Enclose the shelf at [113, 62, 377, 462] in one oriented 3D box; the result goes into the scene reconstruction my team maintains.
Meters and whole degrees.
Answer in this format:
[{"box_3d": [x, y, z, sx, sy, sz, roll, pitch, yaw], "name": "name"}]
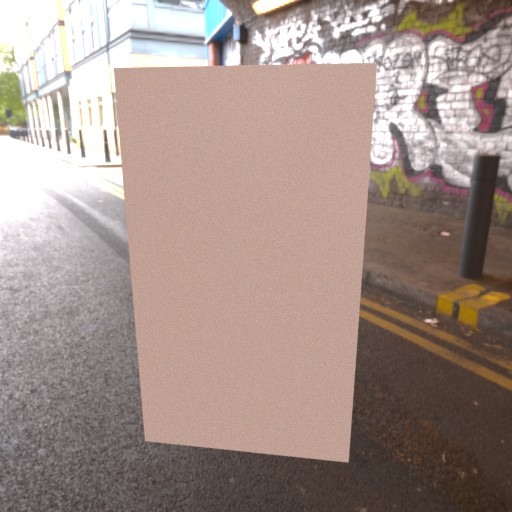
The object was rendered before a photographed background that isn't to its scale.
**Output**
[{"box_3d": [0.000, 0.000, 0.797, 0.350, 0.600, 0.290, 2, 17, 8], "name": "shelf"}]
